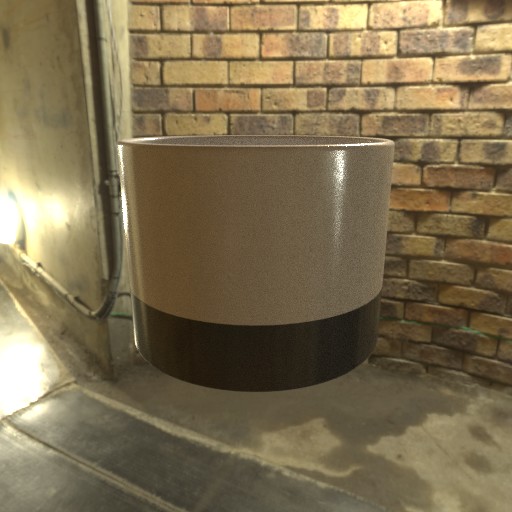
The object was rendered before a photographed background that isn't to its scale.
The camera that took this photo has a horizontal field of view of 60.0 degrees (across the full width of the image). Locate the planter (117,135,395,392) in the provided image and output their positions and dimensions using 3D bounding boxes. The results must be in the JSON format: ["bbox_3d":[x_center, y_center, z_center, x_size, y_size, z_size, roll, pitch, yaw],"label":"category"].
[{"bbox_3d":[0.000,0.000,0.347,0.193,0.177,0.193,0,17,0],"label":"planter"}]
